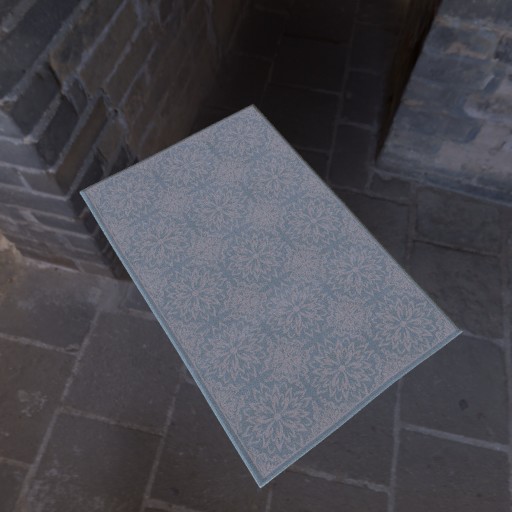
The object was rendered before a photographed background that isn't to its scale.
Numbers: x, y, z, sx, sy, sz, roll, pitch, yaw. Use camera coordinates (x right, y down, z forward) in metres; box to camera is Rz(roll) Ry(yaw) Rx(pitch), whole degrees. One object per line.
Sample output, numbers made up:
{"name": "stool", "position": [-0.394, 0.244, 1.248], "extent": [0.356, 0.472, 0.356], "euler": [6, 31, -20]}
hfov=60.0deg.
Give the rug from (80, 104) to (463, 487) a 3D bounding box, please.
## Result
{"name": "rug", "position": [0.000, 0.000, 3.545], "extent": [1.819, 0.018, 2.746], "euler": [-31, 67, -15]}
